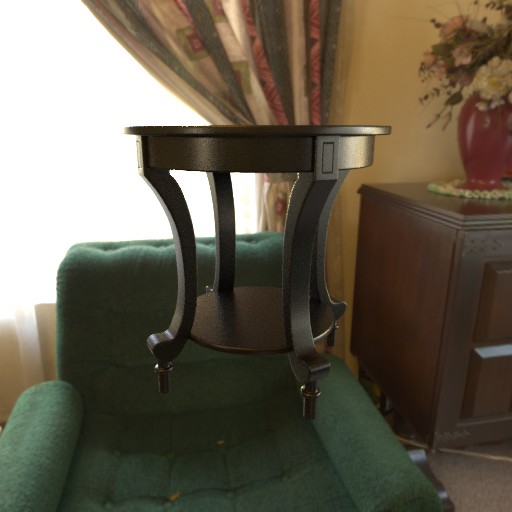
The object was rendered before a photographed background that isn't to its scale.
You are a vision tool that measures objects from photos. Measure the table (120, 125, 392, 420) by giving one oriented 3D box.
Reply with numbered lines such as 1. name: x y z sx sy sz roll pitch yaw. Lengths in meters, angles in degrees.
1. table: 0.000 0.000 1.100 0.597 0.618 0.597 0 16 0
